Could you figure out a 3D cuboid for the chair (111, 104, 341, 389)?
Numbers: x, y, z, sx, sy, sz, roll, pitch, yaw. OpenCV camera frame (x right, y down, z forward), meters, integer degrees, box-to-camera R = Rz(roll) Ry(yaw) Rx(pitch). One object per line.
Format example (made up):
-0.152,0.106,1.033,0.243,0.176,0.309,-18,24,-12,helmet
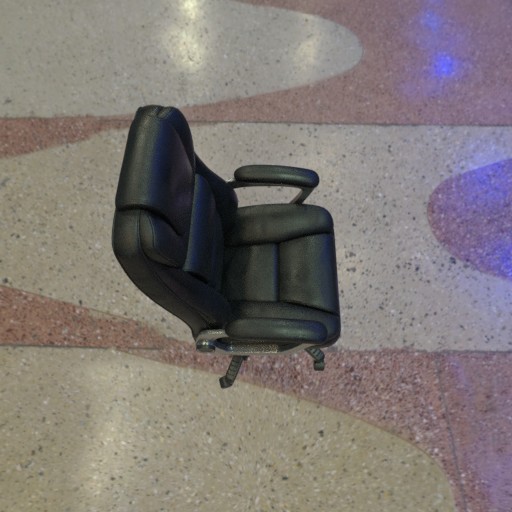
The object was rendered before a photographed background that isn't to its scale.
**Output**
0.000,0.000,1.535,0.689,1.075,0.697,1,62,1,chair
